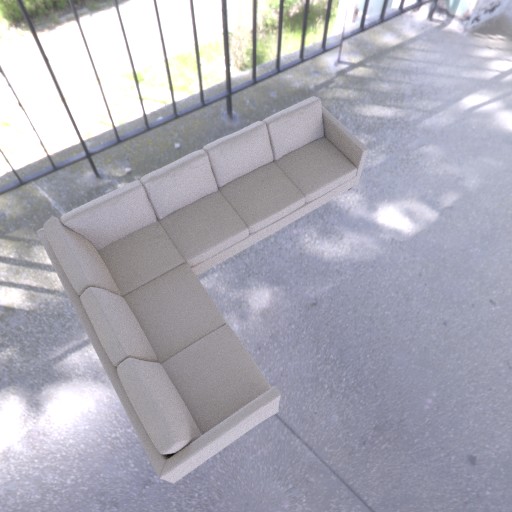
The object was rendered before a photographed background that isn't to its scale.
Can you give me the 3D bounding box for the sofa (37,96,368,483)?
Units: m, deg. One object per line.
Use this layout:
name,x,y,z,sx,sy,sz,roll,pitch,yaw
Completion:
sofa,0.000,0.000,4.140,3.182,0.863,2.432,-30,64,-17
